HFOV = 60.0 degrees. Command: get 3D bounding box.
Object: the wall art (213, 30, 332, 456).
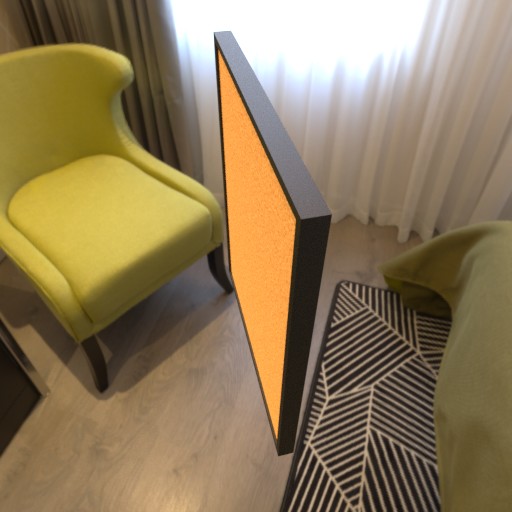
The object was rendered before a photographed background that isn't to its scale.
[{"bbox_3d":[0.000,0.000,0.744,0.029,0.559,0.457,-10,47,-9],"label":"wall art"}]
